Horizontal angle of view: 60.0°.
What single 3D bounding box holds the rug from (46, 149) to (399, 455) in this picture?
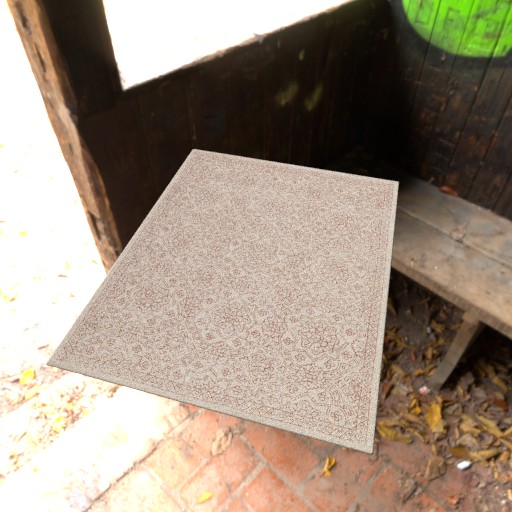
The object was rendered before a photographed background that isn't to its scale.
[{"bbox_3d":[0.000,0.000,4.131,2.441,0.015,3.050,11,47,11],"label":"rug"}]
